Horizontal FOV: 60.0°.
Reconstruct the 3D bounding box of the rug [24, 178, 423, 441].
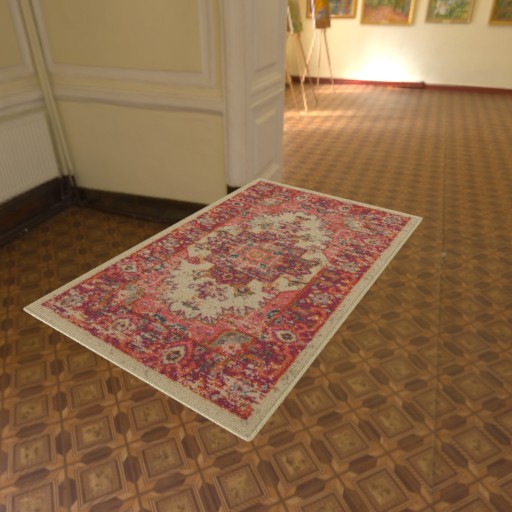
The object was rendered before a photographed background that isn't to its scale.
[{"bbox_3d":[0.000,0.000,1.071,0.556,0.004,0.868,19,36,28],"label":"rug"}]
